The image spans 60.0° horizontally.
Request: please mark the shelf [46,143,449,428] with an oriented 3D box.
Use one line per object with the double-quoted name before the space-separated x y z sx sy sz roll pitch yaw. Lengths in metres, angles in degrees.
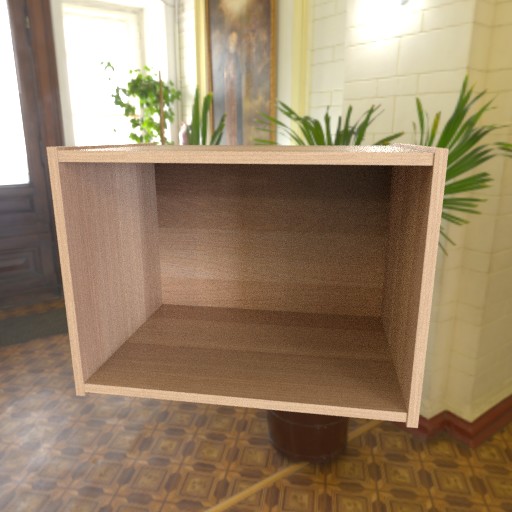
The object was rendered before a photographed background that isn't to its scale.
"shelf" 0.000 0.000 0.627 0.415 0.305 0.290 2 15 9
